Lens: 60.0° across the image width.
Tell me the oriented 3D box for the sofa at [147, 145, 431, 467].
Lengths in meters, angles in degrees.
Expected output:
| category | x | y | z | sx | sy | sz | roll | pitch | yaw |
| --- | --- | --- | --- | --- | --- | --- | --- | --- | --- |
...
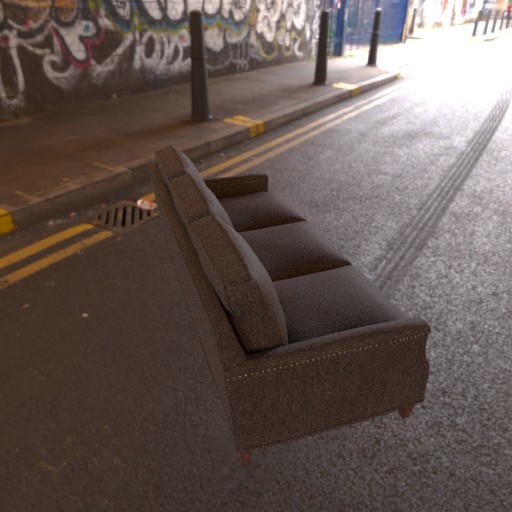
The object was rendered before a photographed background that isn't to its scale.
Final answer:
| category | x | y | z | sx | sy | sz | roll | pitch | yaw |
| --- | --- | --- | --- | --- | --- | --- | --- | --- | --- |
| sofa | 0.000 | 0.000 | 2.851 | 1.084 | 1.003 | 2.246 | -9 | 31 | -16 |
